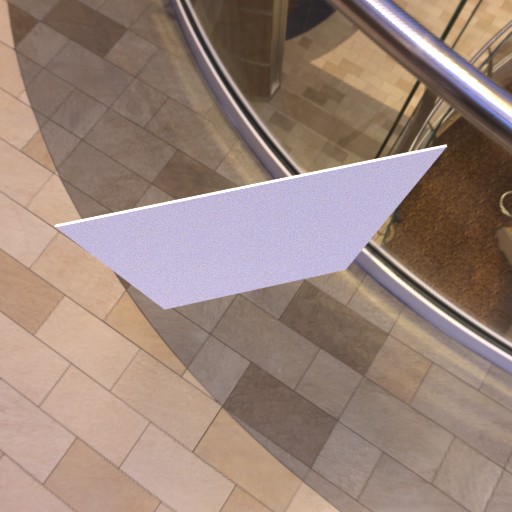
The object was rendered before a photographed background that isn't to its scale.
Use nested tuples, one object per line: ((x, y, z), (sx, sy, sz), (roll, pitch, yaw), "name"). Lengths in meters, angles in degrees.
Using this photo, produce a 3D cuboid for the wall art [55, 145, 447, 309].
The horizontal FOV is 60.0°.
((0.000, 0.000, 0.799), (0.457, 0.610, 0.003), (-12, 75, -3), "wall art")
